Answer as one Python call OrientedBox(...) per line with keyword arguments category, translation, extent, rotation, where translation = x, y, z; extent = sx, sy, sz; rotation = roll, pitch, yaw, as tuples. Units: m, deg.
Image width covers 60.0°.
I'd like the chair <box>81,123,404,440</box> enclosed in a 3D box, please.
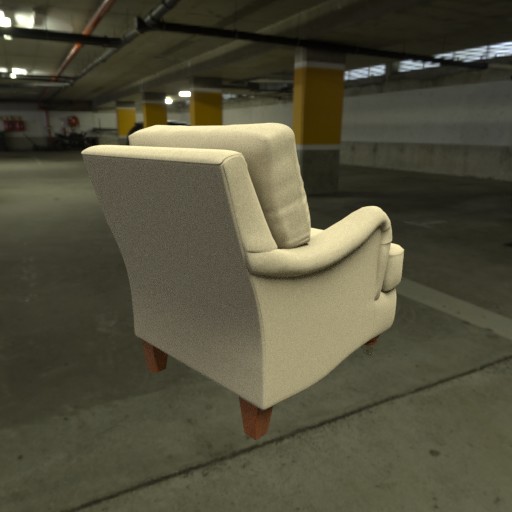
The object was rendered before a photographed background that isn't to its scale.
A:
OrientedBox(category="chair", translation=(0.000, 0.000, 1.897), extent=(0.895, 1.076, 1.078), rotation=(15, 21, 43))
